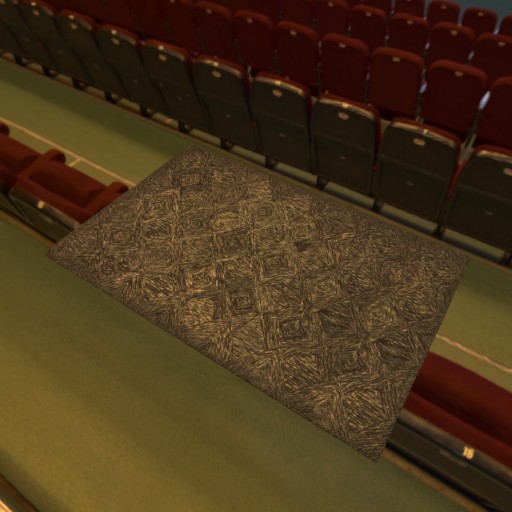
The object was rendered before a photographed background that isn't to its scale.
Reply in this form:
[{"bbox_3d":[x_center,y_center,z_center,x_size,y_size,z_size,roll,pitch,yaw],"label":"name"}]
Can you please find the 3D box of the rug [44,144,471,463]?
[{"bbox_3d":[0.000,0.000,2.156,1.754,0.010,1.139,26,53,22],"label":"rug"}]
